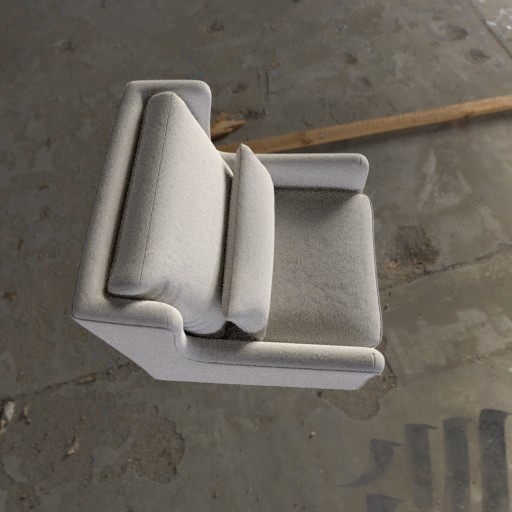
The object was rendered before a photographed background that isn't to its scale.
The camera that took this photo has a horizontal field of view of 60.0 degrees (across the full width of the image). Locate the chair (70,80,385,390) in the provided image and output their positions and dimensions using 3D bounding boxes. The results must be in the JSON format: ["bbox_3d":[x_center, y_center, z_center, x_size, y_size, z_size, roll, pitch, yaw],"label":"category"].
[{"bbox_3d":[0.000,0.000,1.877,1.040,1.056,0.982,2,64,1],"label":"chair"}]
